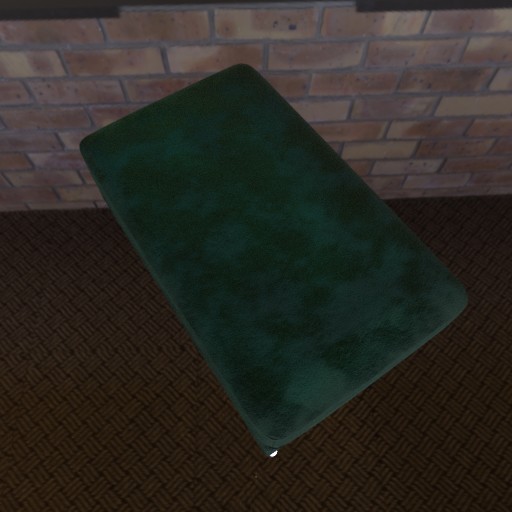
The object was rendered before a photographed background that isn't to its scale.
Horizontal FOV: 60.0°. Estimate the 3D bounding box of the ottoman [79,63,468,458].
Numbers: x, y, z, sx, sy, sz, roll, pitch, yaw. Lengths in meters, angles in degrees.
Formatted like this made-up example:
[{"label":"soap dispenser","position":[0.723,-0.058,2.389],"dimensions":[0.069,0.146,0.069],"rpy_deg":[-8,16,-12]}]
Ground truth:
[{"label":"ottoman","position":[0.000,0.000,1.223],"dimensions":[0.536,0.533,0.886],"rpy_deg":[-31,68,-15]}]
